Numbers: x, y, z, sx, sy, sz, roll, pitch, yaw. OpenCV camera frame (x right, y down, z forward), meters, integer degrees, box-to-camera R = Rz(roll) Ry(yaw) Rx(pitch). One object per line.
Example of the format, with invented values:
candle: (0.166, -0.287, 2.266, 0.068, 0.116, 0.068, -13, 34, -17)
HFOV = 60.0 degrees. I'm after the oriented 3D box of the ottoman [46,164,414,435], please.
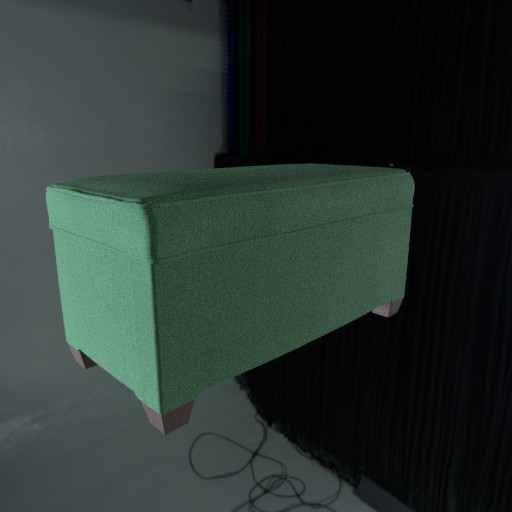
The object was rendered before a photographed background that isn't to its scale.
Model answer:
ottoman: (0.000, 0.000, 1.233, 0.957, 0.471, 0.483, -14, 20, -42)
